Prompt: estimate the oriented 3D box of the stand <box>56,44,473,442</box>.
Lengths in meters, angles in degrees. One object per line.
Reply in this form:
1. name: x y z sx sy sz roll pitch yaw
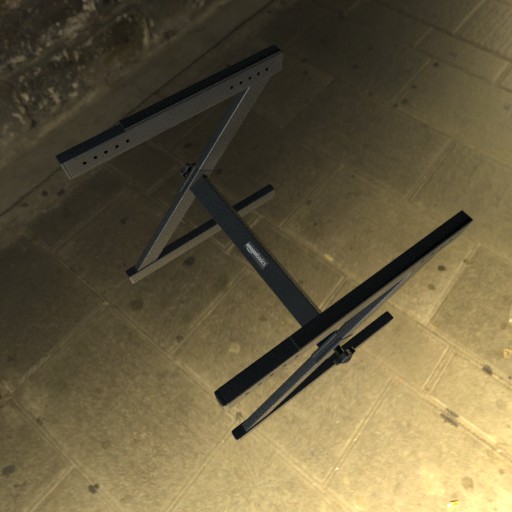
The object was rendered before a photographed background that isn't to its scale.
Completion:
1. stand: 0.000 0.000 1.154 0.586 0.617 0.700 -33 67 -16
